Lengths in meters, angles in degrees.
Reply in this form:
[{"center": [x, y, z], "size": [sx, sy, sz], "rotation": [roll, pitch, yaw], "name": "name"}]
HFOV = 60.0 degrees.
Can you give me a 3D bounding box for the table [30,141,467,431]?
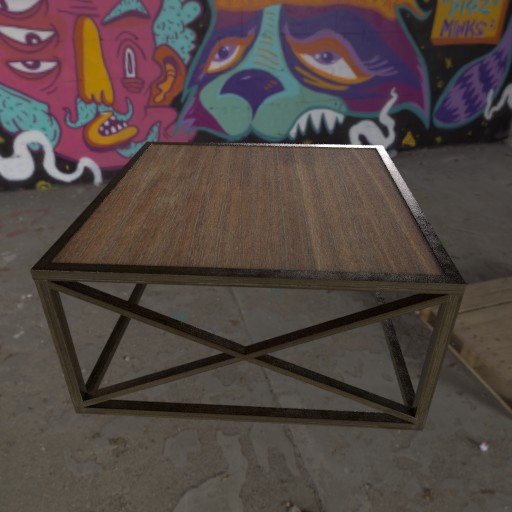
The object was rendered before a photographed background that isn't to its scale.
[{"center": [0.000, 0.000, 1.413], "size": [0.899, 0.451, 0.909], "rotation": [2, 31, 3], "name": "table"}]
